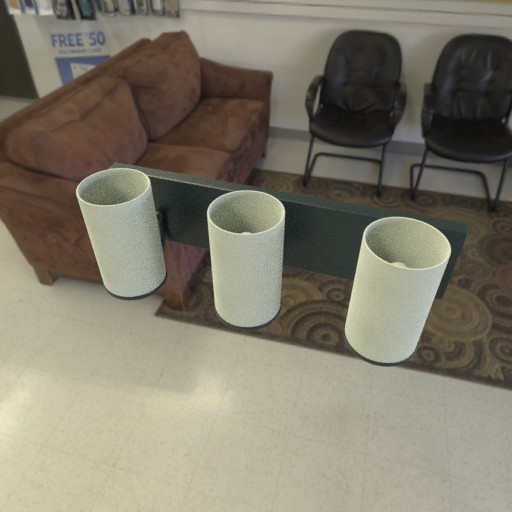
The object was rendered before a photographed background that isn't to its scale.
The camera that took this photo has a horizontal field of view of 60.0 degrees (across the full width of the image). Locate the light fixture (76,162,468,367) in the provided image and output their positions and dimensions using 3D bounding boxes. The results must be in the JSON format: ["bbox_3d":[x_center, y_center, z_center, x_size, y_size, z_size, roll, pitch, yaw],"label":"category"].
[{"bbox_3d":[0.000,0.000,0.530,0.451,0.172,0.145,12,42,14],"label":"light fixture"}]
